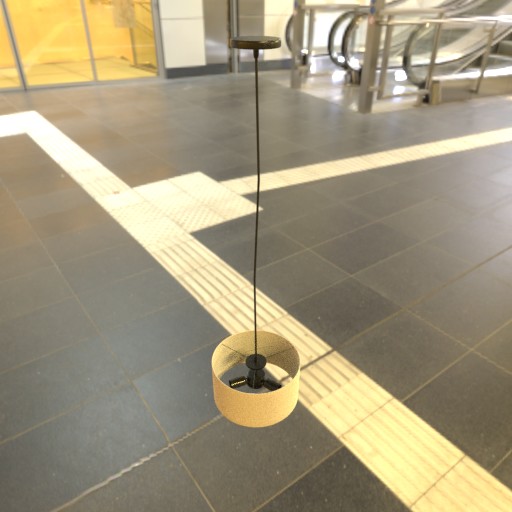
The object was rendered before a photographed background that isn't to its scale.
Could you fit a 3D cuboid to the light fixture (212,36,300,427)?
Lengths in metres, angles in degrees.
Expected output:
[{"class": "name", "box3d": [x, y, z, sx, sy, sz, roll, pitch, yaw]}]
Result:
[{"class": "light fixture", "box3d": [0.000, 0.000, 1.712, 0.399, 1.516, 0.399, 0, 32, 0]}]
